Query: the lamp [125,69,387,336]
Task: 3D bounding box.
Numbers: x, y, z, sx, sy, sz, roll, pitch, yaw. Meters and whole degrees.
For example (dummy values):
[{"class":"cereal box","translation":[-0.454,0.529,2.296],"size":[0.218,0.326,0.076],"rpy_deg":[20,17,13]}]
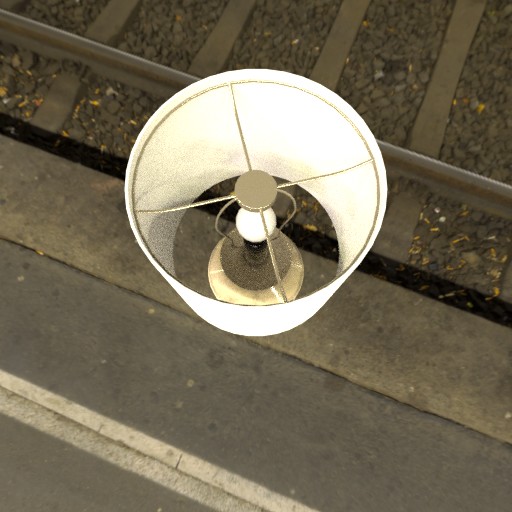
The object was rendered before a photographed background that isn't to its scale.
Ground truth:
[{"class":"lamp","translation":[0.000,0.000,0.576],"size":[0.211,0.455,0.211],"rpy_deg":[1,74,0]}]
